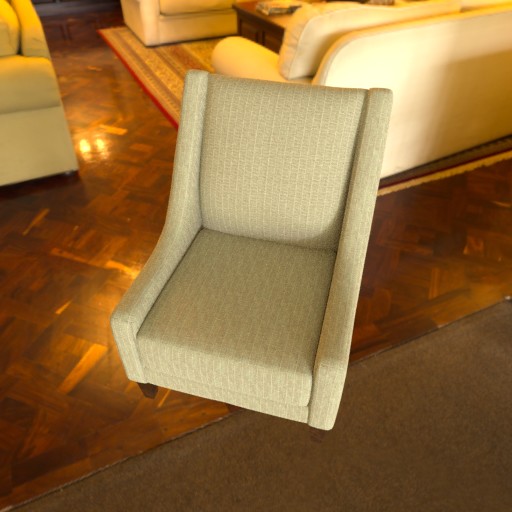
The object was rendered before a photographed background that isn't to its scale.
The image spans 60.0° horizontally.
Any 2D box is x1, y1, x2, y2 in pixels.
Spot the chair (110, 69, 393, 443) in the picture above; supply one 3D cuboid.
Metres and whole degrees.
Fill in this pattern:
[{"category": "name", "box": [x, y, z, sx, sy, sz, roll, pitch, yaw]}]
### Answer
[{"category": "chair", "box": [0.000, 0.000, 1.618, 0.774, 1.014, 0.870, 10, 42, 12]}]
